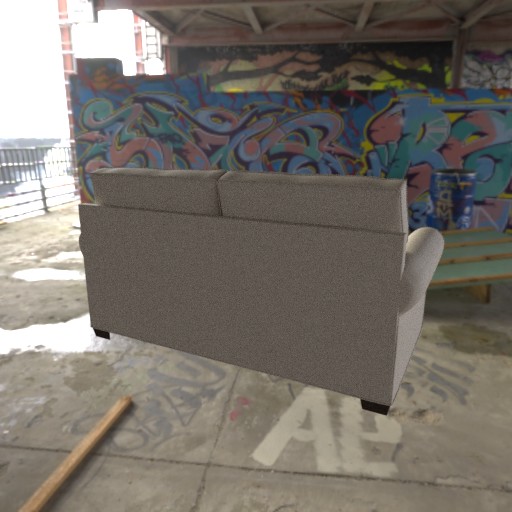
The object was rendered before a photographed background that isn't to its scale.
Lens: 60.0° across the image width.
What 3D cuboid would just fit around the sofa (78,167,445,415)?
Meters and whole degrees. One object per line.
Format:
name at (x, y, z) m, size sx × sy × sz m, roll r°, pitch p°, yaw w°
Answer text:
sofa at (0.000, 0.000, 2.345) m, size 1.774 × 0.933 × 0.861 m, roll 8°, pitch 17°, yaw 26°
